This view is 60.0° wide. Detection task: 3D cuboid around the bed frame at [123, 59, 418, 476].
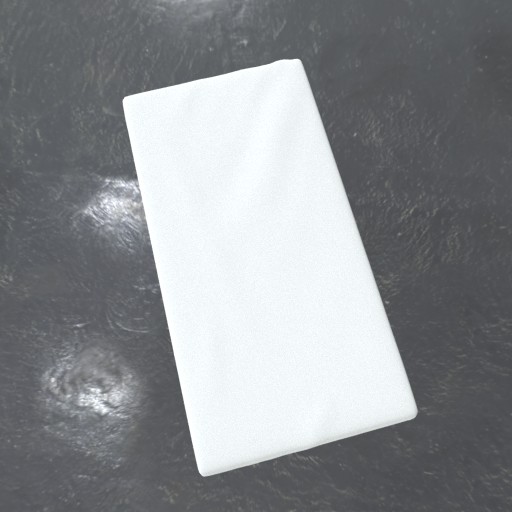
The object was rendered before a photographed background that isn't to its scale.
[{"bbox_3d":[0.000,0.000,2.369,0.989,0.619,1.903,-14,76,-4],"label":"bed frame"}]
